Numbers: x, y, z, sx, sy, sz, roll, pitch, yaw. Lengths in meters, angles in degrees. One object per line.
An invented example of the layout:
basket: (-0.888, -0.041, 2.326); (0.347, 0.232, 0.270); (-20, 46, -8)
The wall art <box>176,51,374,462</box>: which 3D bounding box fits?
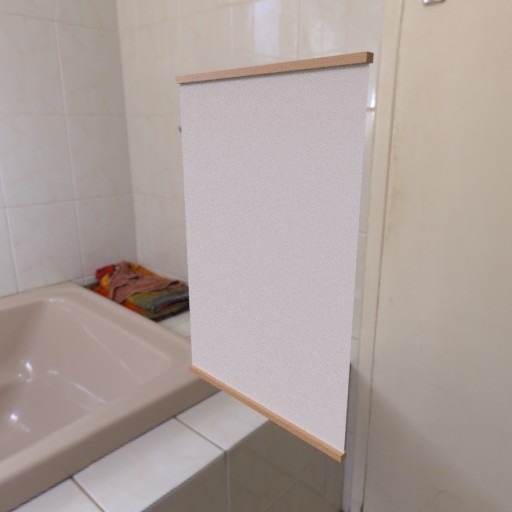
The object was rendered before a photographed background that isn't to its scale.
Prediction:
wall art: (0.000, 0.000, 0.646); (0.335, 0.510, 0.013); (15, 22, 42)
